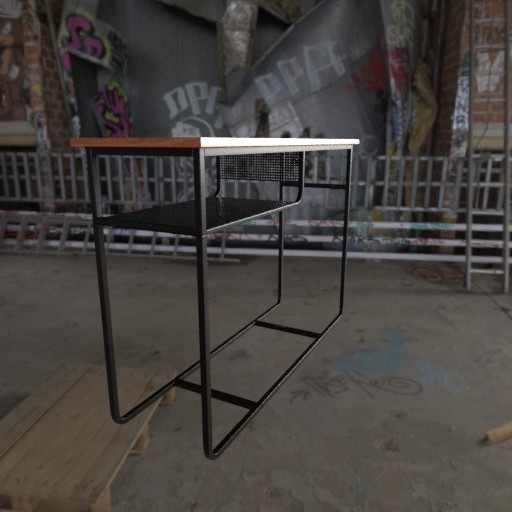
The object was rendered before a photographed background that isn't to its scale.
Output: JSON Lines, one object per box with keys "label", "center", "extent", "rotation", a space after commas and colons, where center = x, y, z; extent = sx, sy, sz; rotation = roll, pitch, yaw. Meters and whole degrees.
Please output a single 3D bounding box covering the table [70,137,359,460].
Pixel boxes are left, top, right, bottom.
{"label": "table", "center": [0.000, 0.000, 1.467], "extent": [0.350, 0.750, 1.100], "rotation": [8, 16, 27]}
